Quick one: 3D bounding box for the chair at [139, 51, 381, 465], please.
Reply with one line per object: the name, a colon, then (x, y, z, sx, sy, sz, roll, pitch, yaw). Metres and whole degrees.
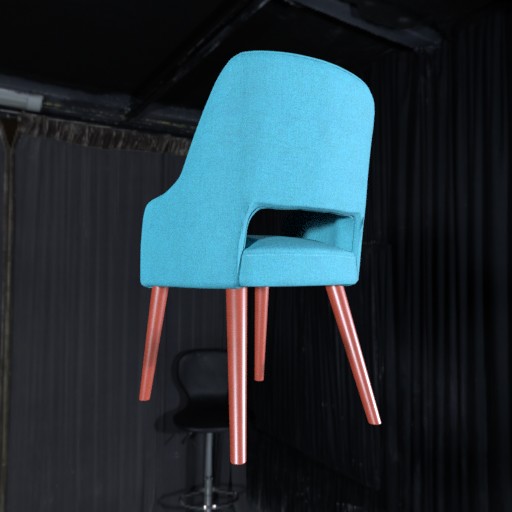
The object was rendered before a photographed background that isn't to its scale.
chair: (0.000, 0.000, 1.216, 0.548, 0.849, 0.605, 1, -2, -34)
